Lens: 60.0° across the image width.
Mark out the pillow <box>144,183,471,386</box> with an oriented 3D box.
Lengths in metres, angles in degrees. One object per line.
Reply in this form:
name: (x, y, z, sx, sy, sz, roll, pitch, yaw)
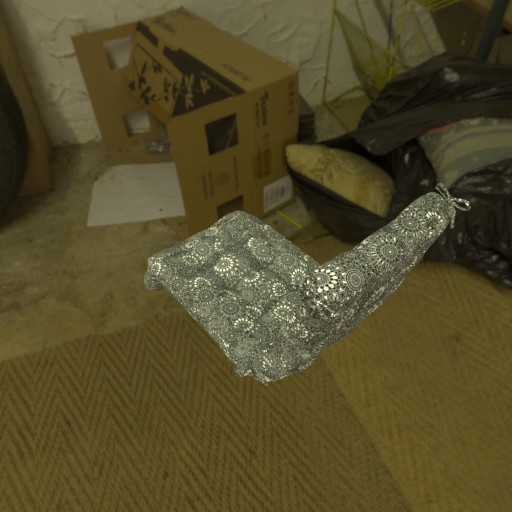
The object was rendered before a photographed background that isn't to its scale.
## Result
pillow: (0.000, 0.000, 1.511, 0.526, 0.863, 1.016, -32, 54, -27)
